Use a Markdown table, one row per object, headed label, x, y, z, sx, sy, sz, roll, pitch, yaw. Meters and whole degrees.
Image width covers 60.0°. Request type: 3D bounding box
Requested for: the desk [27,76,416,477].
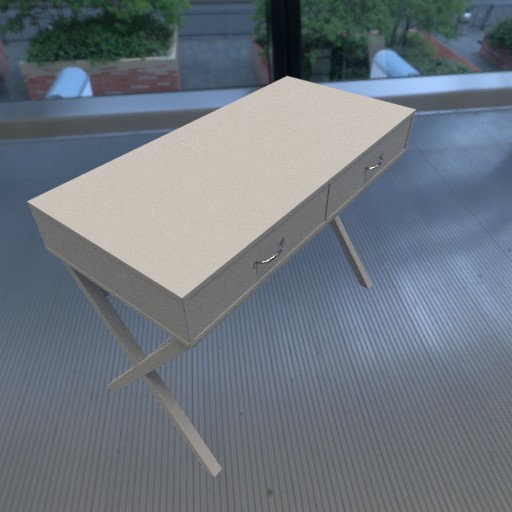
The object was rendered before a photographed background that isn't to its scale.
| label | x | y | z | sx | sy | sz | roll | pitch | yaw |
| --- | --- | --- | --- | --- | --- | --- | --- | --- | --- |
| desk | 0.000 | 0.000 | 1.477 | 0.525 | 0.780 | 1.057 | 27 | 48 | 28 |
